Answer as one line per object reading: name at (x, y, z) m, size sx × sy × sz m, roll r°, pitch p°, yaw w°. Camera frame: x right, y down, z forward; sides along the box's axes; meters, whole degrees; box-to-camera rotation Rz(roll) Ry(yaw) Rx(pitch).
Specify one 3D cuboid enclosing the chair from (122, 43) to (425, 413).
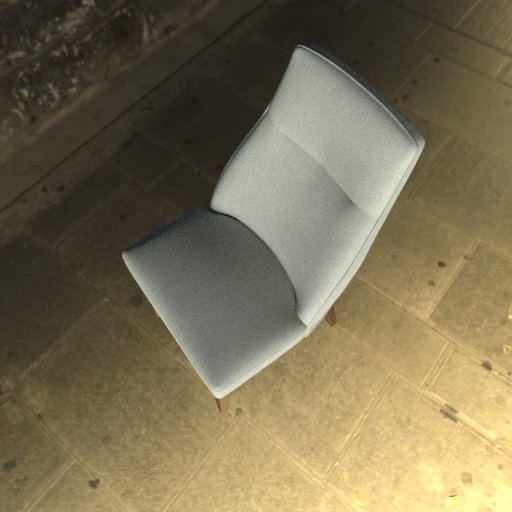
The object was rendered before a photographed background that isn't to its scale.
chair at (0.000, 0.000, 1.255) m, size 0.620 × 0.930 × 0.500 m, roll -33°, pitch 68°, yaw -16°
